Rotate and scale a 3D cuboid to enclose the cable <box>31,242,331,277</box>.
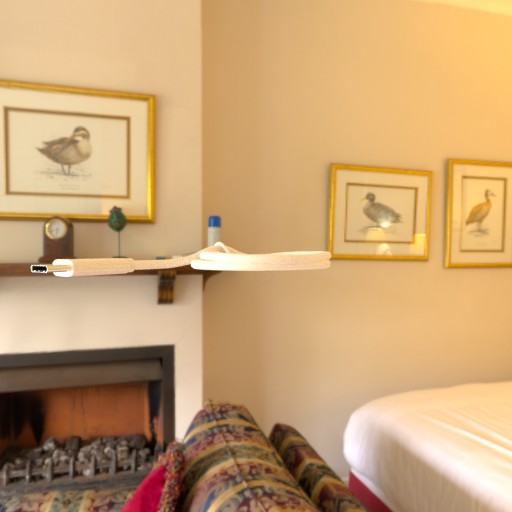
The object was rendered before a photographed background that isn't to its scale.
[{"bbox_3d":[0.000,0.000,0.216,0.070,0.014,0.186,1,1,36],"label":"cable"}]
